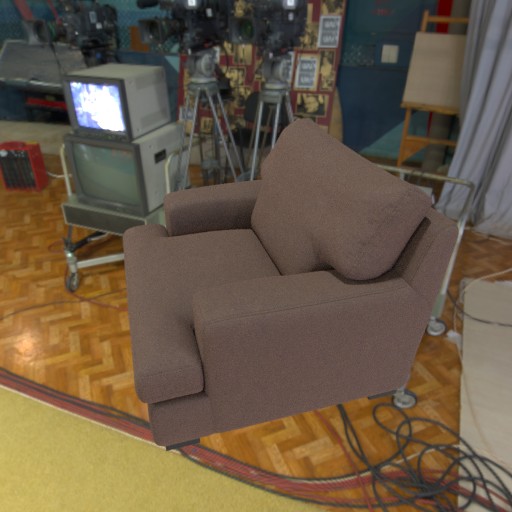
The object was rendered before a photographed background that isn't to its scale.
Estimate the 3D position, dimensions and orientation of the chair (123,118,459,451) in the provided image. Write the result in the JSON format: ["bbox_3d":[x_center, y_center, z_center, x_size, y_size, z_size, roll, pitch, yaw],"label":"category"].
[{"bbox_3d":[0.000,0.000,1.972,1.143,0.940,1.168,-9,32,-14],"label":"chair"}]
